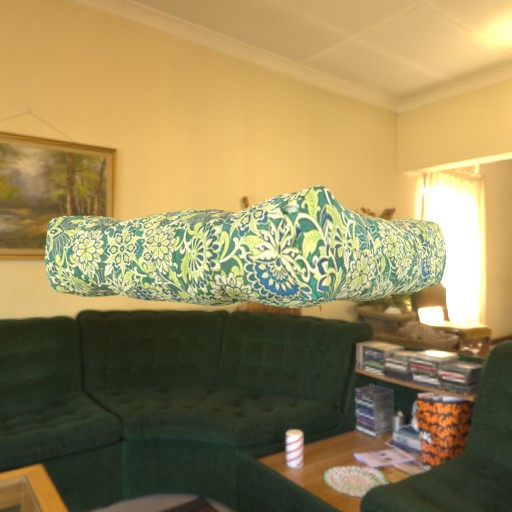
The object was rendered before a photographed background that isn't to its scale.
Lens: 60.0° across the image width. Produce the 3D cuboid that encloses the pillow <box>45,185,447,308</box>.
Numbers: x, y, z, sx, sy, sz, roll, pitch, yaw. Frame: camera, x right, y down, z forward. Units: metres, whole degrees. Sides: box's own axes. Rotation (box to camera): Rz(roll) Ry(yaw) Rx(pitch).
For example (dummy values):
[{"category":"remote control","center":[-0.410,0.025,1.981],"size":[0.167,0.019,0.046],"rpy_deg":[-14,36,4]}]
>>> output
[{"category":"pillow","center":[0.000,0.000,0.716],"size":[0.490,0.128,0.468],"rpy_deg":[-1,-1,36]}]
